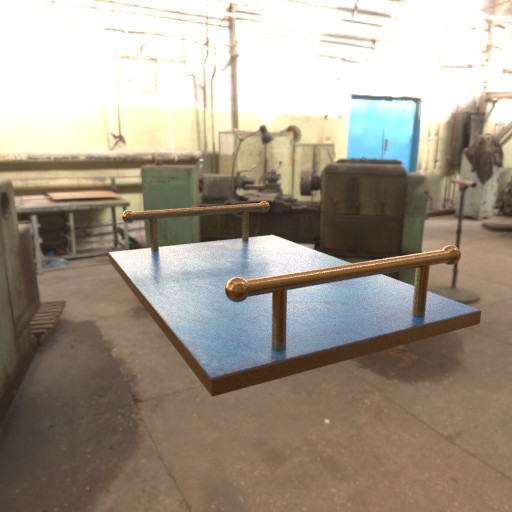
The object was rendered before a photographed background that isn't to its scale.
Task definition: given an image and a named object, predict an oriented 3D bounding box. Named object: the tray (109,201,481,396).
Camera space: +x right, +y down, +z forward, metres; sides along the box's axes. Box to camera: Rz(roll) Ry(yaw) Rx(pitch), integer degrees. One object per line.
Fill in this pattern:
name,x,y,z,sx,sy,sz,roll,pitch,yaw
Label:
tray,0.000,0.000,0.581,0.304,0.084,0.444,-7,16,-26
